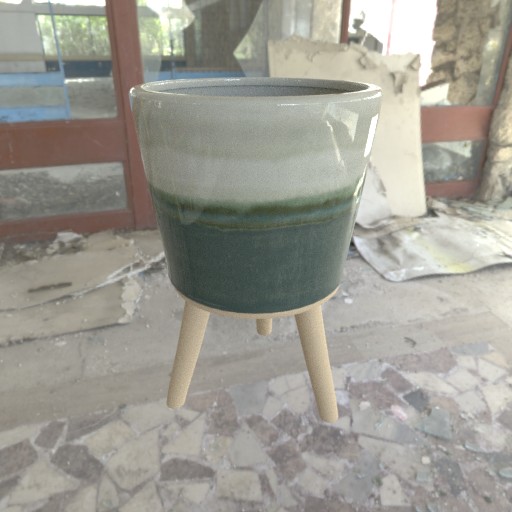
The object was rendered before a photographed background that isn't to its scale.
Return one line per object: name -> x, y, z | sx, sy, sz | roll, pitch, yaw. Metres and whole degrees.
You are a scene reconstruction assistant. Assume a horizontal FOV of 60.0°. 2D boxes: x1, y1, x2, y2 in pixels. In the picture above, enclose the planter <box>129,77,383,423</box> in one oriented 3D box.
planter -> 0.000, 0.000, 0.458 | 0.217, 0.331, 0.217 | 9, 27, 18
